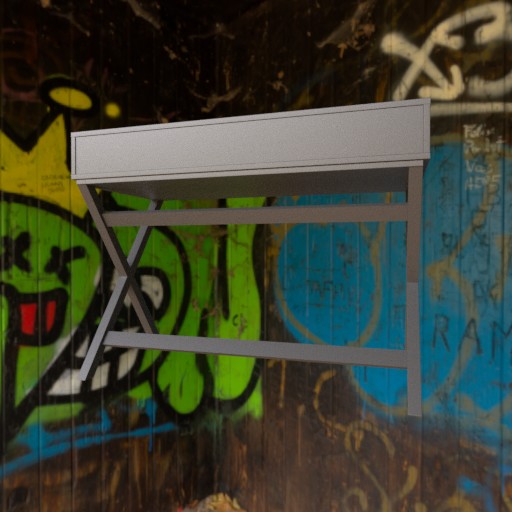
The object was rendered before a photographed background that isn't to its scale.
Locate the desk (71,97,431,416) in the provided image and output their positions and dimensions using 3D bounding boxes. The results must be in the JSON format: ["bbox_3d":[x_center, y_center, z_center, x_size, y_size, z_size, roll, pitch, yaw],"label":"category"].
[{"bbox_3d":[0.000,0.000,1.491,1.057,0.780,0.525,0,1,18],"label":"desk"}]
